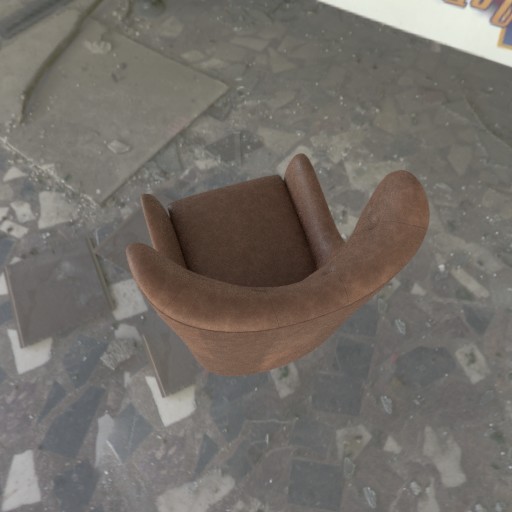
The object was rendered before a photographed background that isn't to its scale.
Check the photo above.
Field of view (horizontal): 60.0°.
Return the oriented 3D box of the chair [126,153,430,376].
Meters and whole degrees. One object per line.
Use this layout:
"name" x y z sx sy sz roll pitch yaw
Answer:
"chair" 0.000 0.000 1.731 0.831 1.079 0.930 -16 60 -10
